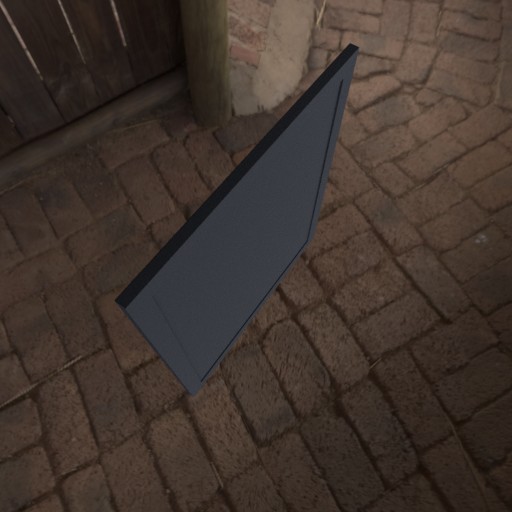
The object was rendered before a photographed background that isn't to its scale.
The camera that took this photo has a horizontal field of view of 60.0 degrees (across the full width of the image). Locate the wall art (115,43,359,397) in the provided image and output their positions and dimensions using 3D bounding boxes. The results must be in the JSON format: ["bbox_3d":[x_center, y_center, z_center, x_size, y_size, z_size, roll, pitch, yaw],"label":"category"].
[{"bbox_3d":[0.000,0.000,0.512,0.010,0.361,0.311,33,68,15],"label":"wall art"}]
